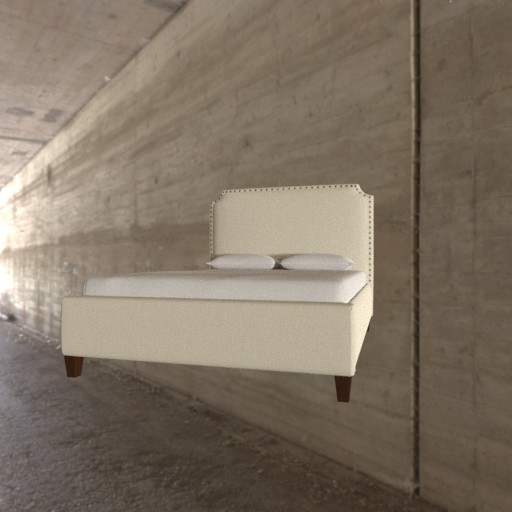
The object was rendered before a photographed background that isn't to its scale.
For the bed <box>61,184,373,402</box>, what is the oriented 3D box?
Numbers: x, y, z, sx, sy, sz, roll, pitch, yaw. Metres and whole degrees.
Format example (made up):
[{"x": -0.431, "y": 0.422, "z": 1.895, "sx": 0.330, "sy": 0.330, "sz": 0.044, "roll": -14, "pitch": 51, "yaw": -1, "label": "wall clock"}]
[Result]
[{"x": 0.000, "y": 0.000, "z": 3.478, "sx": 1.712, "sy": 1.443, "sz": 2.372, "roll": 0, "pitch": -1, "yaw": 17, "label": "bed"}]
